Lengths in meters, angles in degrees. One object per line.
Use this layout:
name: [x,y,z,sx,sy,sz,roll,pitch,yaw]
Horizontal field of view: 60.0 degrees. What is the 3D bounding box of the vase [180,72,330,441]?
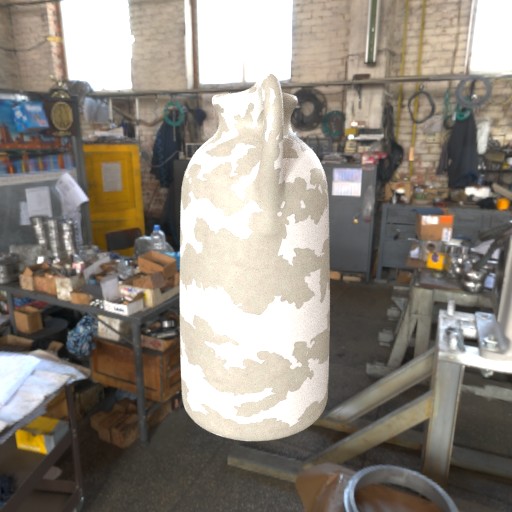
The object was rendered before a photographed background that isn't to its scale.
vase: [0.000,0.000,0.517,0.186,0.382,0.203,-3,16,-9]
